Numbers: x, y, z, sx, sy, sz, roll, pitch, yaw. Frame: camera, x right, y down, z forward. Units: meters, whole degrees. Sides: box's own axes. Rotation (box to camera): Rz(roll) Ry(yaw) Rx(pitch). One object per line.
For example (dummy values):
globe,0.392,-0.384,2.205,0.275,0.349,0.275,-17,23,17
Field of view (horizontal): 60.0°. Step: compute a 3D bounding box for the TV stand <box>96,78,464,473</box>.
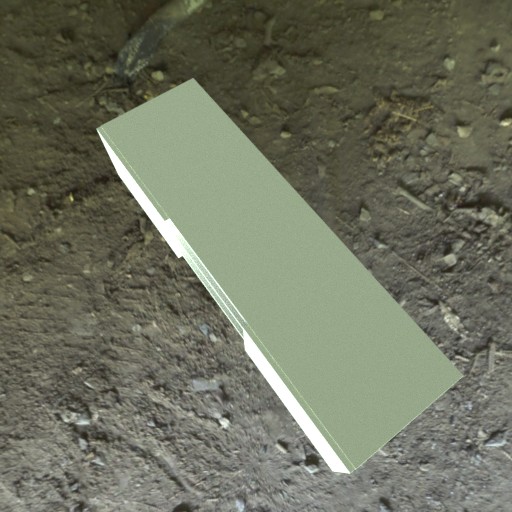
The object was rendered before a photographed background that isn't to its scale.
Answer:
TV stand,0.000,0.000,1.569,0.420,0.310,1.400,-34,69,-14
